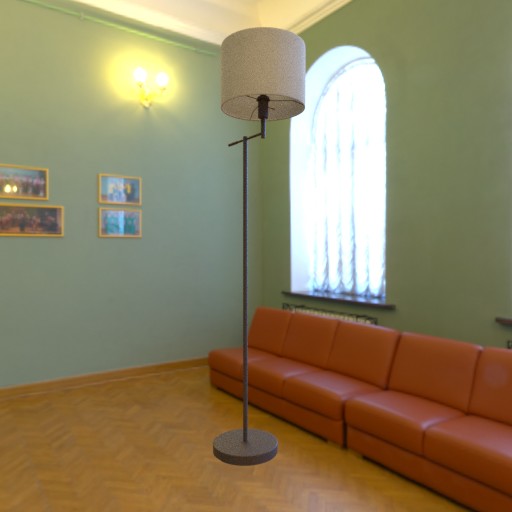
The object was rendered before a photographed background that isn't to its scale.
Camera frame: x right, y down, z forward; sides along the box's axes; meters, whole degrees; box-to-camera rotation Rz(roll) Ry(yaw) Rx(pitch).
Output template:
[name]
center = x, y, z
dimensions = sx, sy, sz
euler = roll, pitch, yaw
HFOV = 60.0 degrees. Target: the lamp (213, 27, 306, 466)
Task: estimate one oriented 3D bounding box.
[lamp]
center = 0.000, 0.000, 1.750
dimensions = 0.324, 1.600, 0.416
euler = 0, 1, -36
